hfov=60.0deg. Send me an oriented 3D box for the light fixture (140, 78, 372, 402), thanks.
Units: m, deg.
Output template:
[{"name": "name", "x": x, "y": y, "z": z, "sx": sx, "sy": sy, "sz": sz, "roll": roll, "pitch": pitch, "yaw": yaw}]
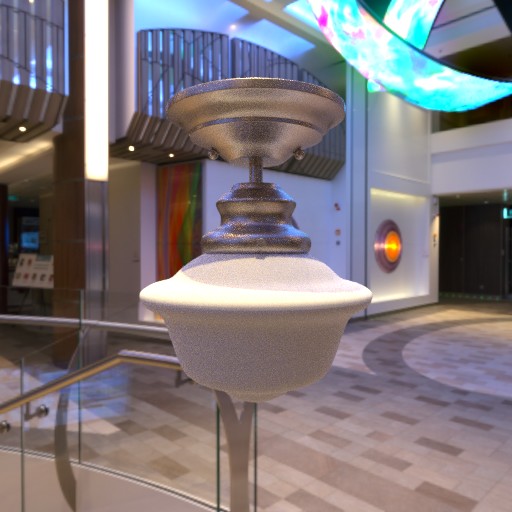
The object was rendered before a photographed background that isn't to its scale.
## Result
[{"name": "light fixture", "x": 0.000, "y": 0.000, "z": 0.390, "sx": 0.199, "sy": 0.254, "sz": 0.199, "roll": 0, "pitch": 1, "yaw": 0}]
